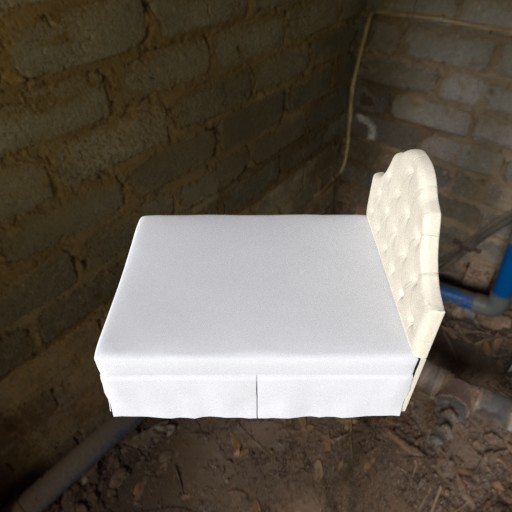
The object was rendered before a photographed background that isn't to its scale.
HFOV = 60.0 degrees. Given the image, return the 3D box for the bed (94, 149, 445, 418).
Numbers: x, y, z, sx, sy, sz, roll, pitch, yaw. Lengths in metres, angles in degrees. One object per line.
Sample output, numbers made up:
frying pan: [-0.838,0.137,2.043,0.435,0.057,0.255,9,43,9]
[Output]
bed: [0.000,0.000,3.175,2.092,1.575,1.627,0,41,0]
